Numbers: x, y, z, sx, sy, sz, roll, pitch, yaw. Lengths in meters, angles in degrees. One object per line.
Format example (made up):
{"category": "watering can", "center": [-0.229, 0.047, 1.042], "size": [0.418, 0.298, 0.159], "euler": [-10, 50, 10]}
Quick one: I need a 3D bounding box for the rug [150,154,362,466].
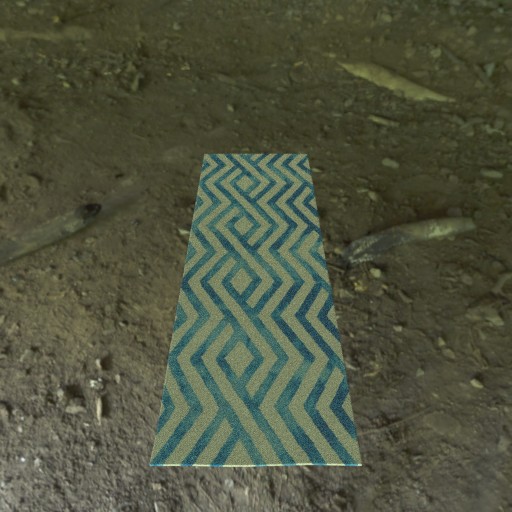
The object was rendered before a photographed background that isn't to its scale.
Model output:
{"category": "rug", "center": [0.000, 0.000, 1.603], "size": [0.503, 0.007, 1.492], "euler": [0, 42, 0]}
